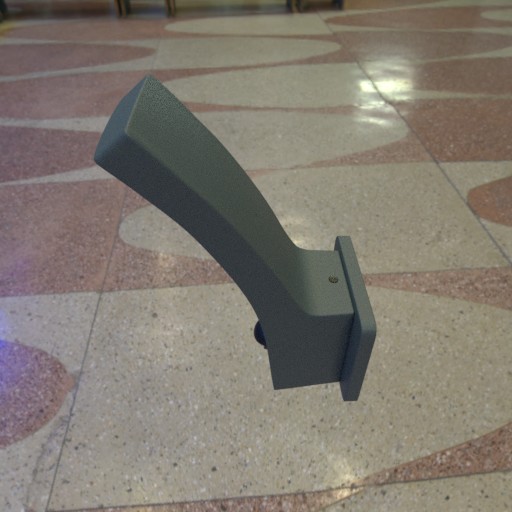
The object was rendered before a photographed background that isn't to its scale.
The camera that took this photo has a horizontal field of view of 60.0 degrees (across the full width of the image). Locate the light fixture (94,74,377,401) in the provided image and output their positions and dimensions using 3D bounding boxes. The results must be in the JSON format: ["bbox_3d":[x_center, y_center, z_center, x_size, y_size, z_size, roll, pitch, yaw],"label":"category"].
[{"bbox_3d":[0.000,0.000,0.328,0.174,0.243,0.108,-1,42,-1],"label":"light fixture"}]
